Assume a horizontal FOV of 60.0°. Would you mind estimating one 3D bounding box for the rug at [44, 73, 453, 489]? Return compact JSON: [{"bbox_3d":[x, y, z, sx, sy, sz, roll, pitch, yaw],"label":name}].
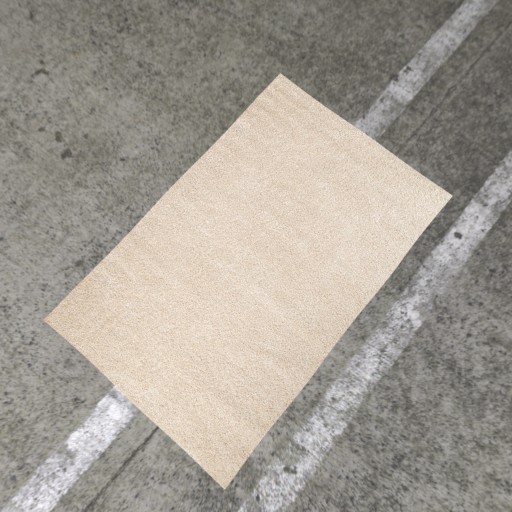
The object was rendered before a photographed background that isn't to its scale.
[{"bbox_3d":[0.000,0.000,2.890,1.500,0.025,2.346,39,78,10],"label":"rug"}]
